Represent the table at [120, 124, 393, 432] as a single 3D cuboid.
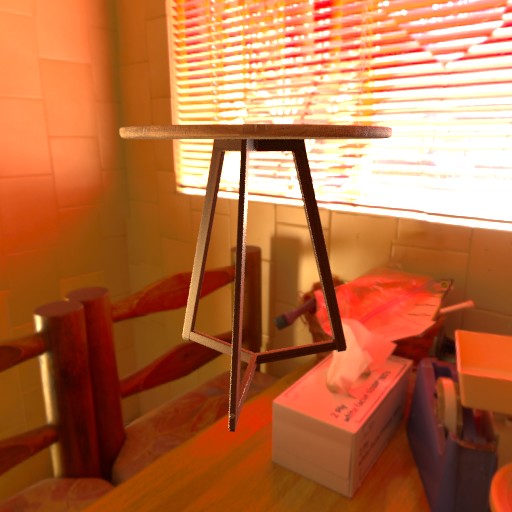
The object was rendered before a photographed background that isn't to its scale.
[{"bbox_3d":[0.000,0.000,0.908,0.500,0.500,0.500,0,14,0],"label":"table"}]
